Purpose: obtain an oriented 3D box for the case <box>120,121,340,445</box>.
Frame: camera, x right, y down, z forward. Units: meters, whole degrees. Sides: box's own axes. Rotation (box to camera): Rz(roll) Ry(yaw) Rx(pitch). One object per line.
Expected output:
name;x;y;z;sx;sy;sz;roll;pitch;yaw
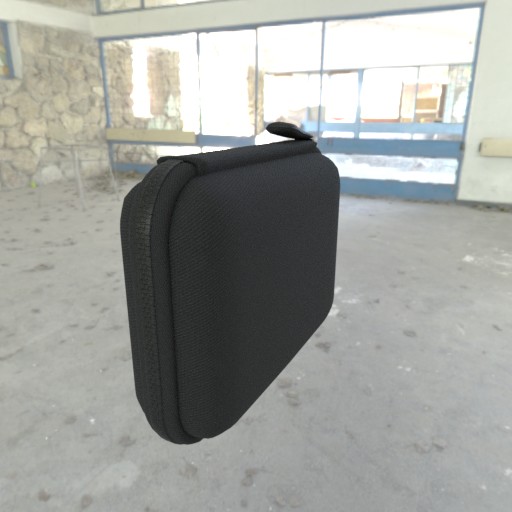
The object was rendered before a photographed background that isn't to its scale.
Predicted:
case;0.000;0.000;0.182;0.038;0.105;0.132;9;20;26
